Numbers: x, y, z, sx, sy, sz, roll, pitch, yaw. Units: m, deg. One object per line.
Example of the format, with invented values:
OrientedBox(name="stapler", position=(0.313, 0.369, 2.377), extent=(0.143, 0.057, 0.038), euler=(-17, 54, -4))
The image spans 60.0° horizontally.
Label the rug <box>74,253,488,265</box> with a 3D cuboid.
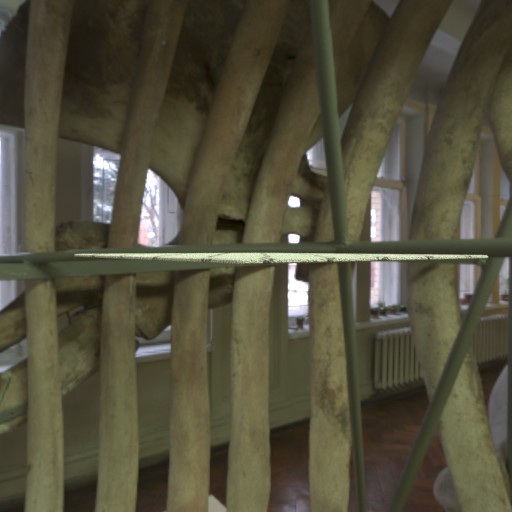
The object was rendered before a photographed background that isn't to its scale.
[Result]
OrientedBox(name="rug", position=(0.000, 0.000, 4.074), extent=(2.438, 0.029, 3.047), euler=(-1, 1, -36))
